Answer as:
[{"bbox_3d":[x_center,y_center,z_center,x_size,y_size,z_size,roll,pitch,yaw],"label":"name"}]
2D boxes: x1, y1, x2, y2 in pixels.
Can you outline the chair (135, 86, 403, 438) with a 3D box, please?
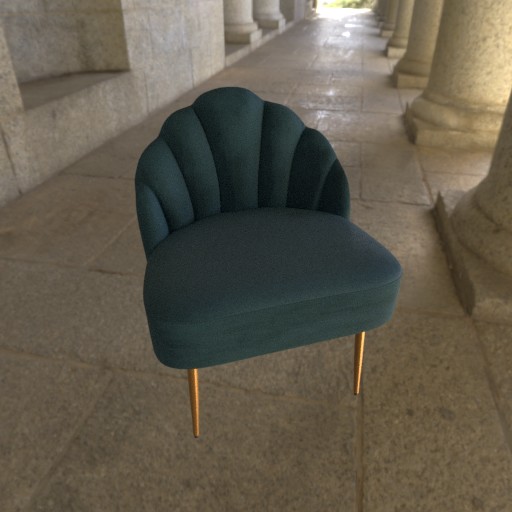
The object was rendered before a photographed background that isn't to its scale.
[{"bbox_3d":[0.000,0.000,1.277,0.657,0.819,0.599,-9,33,-15],"label":"chair"}]
